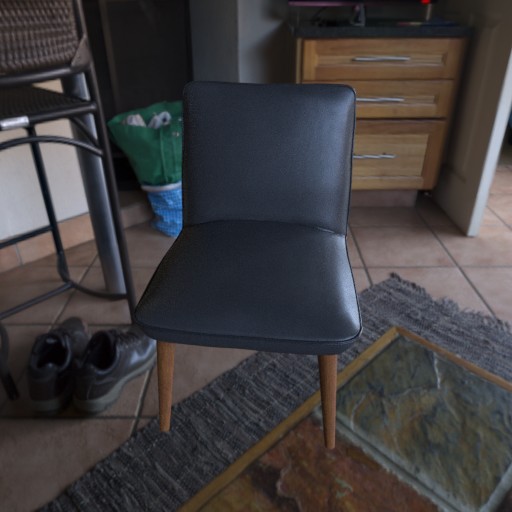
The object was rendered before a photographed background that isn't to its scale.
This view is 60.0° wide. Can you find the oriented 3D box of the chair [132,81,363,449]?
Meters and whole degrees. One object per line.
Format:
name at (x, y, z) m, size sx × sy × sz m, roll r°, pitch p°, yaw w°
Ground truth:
chair at (0.000, 0.000, 1.194) m, size 0.543 × 0.801 × 0.645 m, roll 1°, pitch 30°, yaw 2°
